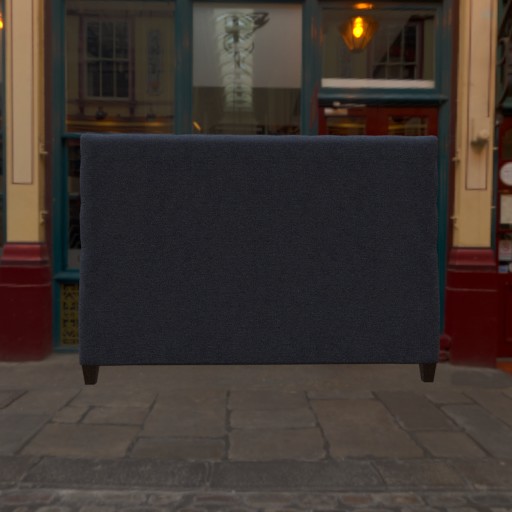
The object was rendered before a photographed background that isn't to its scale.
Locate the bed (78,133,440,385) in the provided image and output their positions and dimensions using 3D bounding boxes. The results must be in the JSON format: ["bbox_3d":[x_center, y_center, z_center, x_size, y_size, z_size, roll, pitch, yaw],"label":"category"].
[{"bbox_3d":[0.000,0.000,3.691,2.078,1.427,2.387,0,1,-1],"label":"bed"}]
